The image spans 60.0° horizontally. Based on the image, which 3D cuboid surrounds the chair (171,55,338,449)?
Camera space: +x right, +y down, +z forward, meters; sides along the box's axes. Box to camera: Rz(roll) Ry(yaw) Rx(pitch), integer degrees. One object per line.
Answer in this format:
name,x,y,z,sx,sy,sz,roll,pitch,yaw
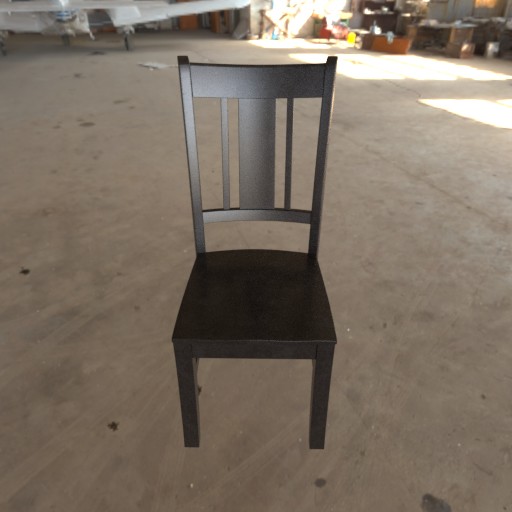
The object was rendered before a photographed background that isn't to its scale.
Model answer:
chair,0.000,0.000,1.275,0.450,0.998,0.555,0,31,1
